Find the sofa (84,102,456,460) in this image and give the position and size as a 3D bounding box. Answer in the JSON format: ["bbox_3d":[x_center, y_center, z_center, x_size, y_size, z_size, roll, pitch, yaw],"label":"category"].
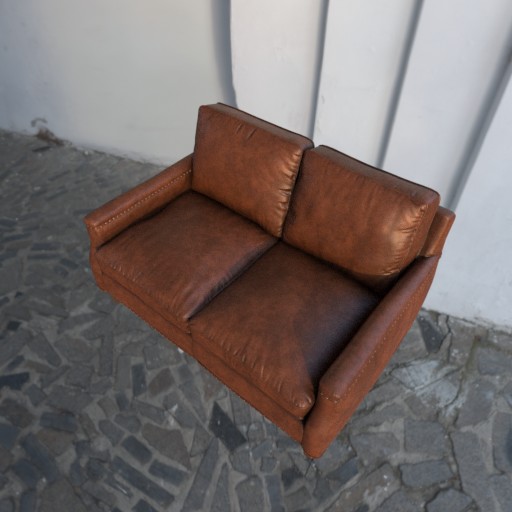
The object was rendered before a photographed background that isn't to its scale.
[{"bbox_3d":[0.000,0.000,2.319,1.628,1.003,1.083,31,54,26],"label":"sofa"}]
